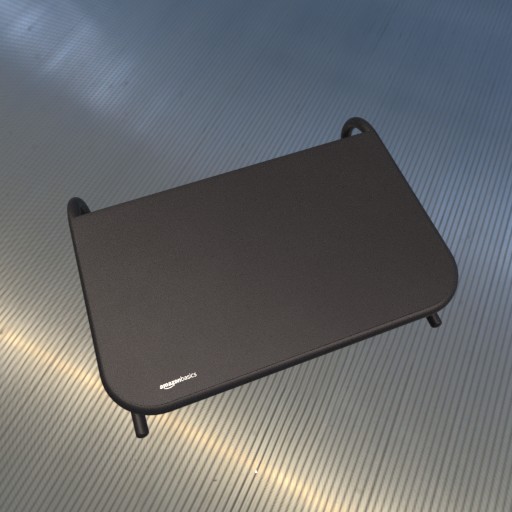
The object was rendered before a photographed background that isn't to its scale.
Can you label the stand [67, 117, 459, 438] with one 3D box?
[{"bbox_3d":[0.000,0.000,0.513,0.370,0.108,0.280,-18,65,-9],"label":"stand"}]
